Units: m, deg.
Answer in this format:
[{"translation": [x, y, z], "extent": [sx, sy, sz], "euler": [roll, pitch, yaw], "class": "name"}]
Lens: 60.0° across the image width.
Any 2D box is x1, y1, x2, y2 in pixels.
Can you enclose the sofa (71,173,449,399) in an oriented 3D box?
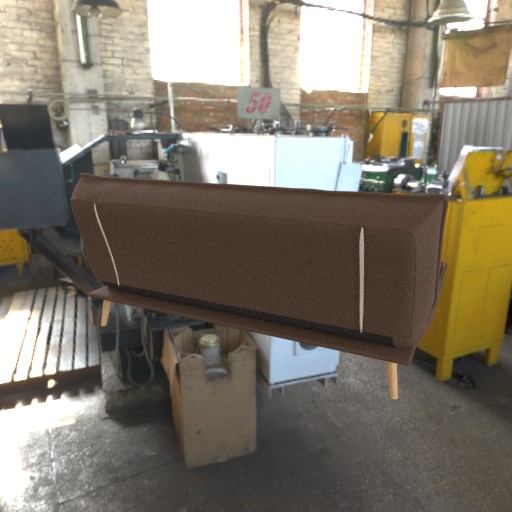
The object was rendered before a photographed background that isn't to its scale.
[{"translation": [0.000, 0.000, 2.479], "extent": [1.940, 0.890, 0.950], "euler": [8, 18, 25], "class": "sofa"}]
